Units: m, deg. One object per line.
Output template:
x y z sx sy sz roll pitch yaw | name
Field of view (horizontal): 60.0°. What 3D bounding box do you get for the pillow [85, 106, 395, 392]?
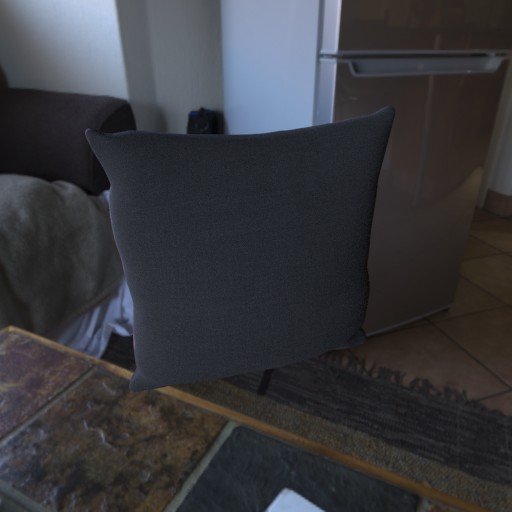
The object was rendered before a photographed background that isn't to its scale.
0.000 0.000 0.794 0.503 0.496 0.208 -8 29 -15 | pillow
